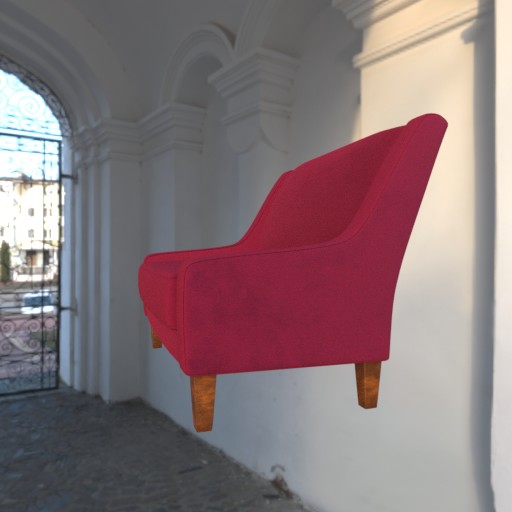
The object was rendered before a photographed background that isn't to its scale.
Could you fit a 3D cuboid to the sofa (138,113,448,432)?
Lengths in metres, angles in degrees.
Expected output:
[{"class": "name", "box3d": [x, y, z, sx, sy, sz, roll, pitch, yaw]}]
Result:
[{"class": "sofa", "box3d": [0.000, 0.000, 1.912, 0.946, 0.976, 1.242, 0, 1, -19]}]
